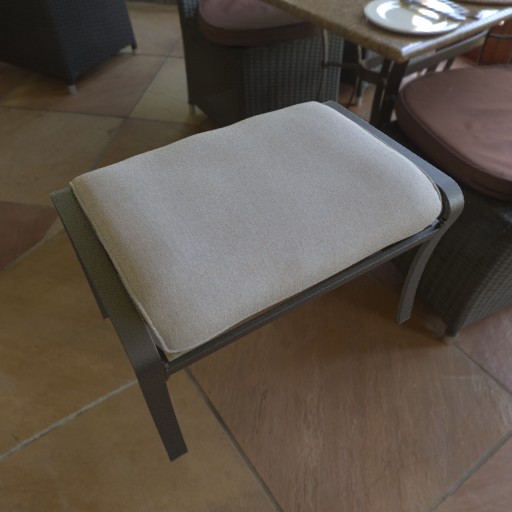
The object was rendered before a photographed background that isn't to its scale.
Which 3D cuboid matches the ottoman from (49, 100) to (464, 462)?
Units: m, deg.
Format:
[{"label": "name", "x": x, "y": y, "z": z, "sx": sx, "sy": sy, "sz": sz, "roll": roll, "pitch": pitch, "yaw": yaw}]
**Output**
[{"label": "ottoman", "x": 0.000, "y": 0.000, "z": 0.885, "sx": 0.610, "sy": 0.422, "sz": 0.406, "roll": -25, "pitch": 52, "yaw": -21}]
